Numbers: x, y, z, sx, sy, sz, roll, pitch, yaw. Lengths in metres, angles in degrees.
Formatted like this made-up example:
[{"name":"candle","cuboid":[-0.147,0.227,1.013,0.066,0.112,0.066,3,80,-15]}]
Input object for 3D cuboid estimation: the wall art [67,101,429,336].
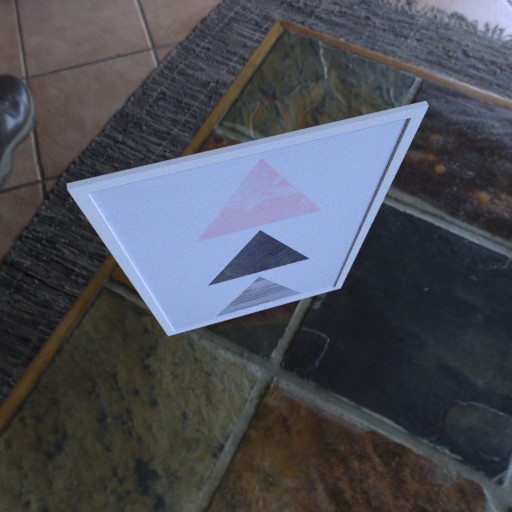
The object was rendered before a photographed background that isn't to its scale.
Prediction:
[{"name":"wall art","cuboid":[0.000,0.000,1.205,0.659,0.940,0.013,-15,66,-7]}]
